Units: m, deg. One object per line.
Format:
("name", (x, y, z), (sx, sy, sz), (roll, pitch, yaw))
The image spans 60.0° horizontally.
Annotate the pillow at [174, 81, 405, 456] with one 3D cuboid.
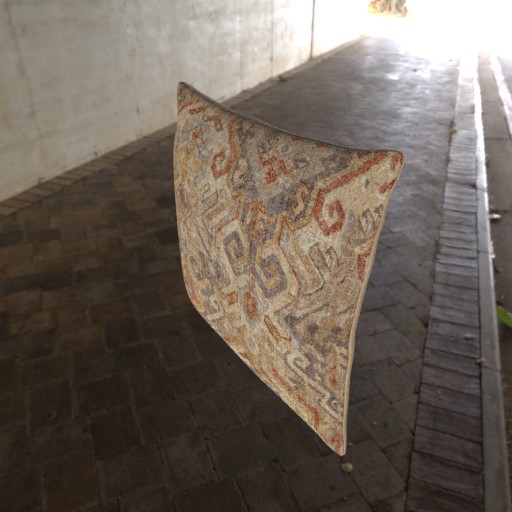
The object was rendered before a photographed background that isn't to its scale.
("pillow", (0.000, 0.000, 0.772), (0.166, 0.506, 0.523), (-20, 37, -29))
